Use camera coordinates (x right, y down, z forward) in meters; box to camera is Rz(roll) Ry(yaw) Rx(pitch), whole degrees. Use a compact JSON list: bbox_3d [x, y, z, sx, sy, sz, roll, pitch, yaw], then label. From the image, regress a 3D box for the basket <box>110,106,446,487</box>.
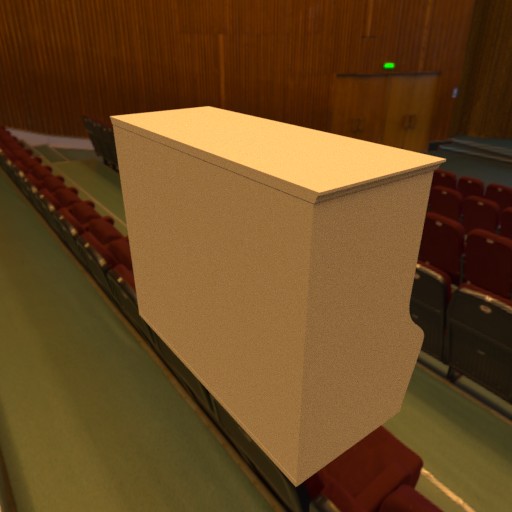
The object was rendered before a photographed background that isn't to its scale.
[{"bbox_3d":[0.000,0.000,1.134,0.376,0.625,0.792,-19,32,-32],"label":"basket"}]
